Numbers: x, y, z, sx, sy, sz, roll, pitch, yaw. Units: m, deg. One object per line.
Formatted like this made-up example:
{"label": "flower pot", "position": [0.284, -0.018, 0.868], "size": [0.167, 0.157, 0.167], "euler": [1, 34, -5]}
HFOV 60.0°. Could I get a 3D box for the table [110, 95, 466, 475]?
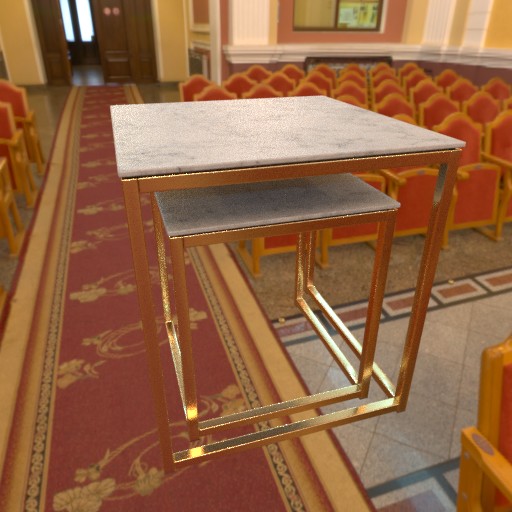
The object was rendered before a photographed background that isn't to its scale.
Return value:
{"label": "table", "position": [0.000, 0.000, 0.840], "size": [0.450, 0.500, 0.450], "euler": [-8, 29, -15]}
